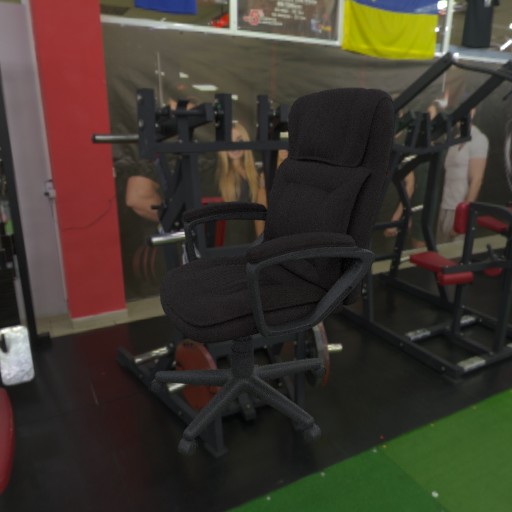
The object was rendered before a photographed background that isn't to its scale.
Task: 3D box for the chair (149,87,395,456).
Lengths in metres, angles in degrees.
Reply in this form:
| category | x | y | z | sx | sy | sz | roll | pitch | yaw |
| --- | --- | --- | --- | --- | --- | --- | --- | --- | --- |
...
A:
| category | x | y | z | sx | sy | sz | roll | pitch | yaw |
| --- | --- | --- | --- | --- | --- | --- | --- | --- | --- |
| chair | 0.000 | 0.000 | 1.532 | 0.724 | 1.105 | 0.667 | -8 | 19 | -25 |
